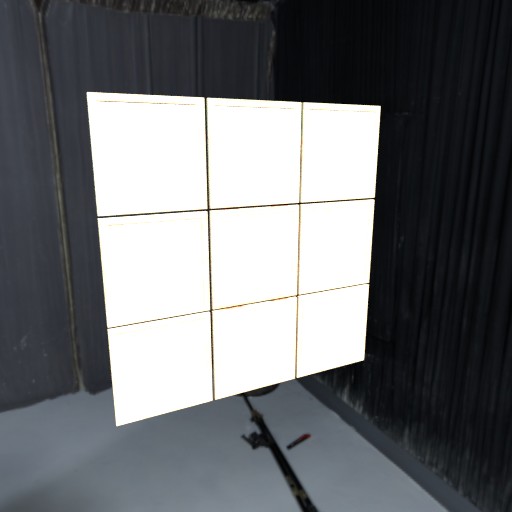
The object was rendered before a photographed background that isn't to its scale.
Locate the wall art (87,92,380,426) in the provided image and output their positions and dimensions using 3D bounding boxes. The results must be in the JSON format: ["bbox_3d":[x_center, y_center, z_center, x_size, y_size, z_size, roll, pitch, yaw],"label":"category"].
[{"bbox_3d":[0.000,0.000,1.834,1.214,1.219,0.013,-7,16,-26],"label":"wall art"}]
